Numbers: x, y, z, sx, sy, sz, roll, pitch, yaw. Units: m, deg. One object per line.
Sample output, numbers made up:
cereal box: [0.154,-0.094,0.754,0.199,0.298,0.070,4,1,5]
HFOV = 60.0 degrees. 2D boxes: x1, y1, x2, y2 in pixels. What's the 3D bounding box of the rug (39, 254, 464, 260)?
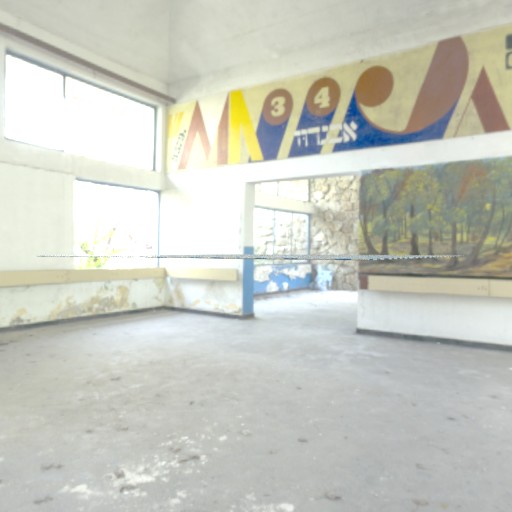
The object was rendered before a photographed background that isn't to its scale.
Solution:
rug: [0.000,0.000,4.051,3.059,0.008,2.453,0,1,35]
